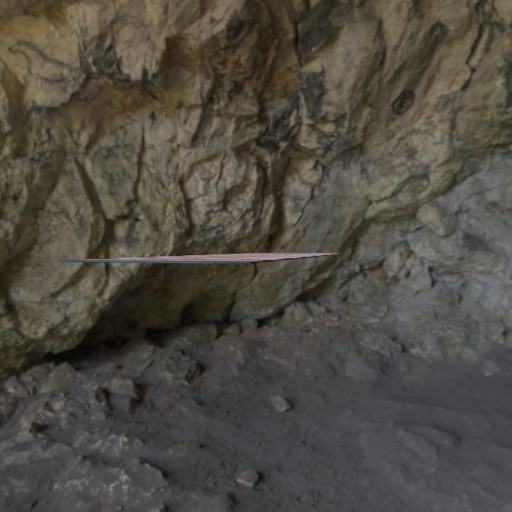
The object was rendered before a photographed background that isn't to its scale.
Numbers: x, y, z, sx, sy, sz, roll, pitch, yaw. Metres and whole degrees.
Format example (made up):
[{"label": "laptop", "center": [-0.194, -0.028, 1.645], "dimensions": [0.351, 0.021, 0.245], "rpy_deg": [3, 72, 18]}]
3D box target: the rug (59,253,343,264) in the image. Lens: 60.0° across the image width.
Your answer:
[{"label": "rug", "center": [0.000, 0.000, 2.688], "dimensions": [0.760, 0.009, 2.440], "rpy_deg": [0, 1, 18]}]
